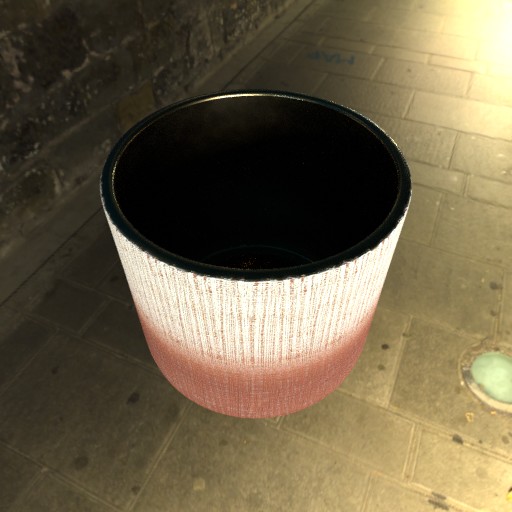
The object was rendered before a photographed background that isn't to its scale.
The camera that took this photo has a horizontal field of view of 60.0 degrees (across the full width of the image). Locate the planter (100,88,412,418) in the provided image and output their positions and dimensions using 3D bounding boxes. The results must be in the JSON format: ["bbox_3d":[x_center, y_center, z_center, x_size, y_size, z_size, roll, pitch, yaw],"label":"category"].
[{"bbox_3d":[0.000,0.000,0.389,0.221,0.201,0.221,0,48,0],"label":"planter"}]
